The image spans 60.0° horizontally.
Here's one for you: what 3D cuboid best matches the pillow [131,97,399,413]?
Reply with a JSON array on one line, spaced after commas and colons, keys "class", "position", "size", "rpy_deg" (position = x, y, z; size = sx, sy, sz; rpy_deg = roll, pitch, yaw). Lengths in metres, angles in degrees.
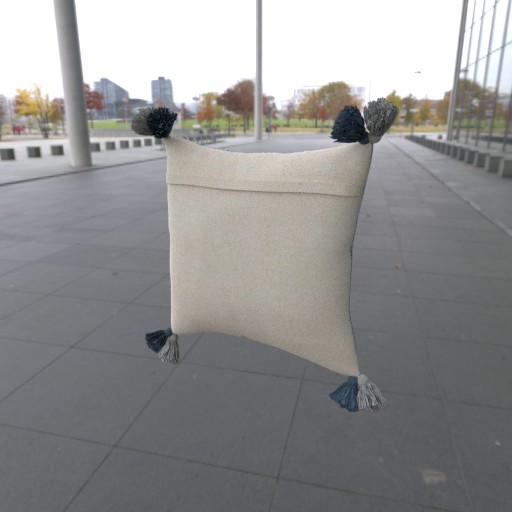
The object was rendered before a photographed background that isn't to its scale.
[{"class": "pillow", "position": [0.000, 0.000, 0.953], "size": [0.614, 0.634, 0.138], "rpy_deg": [9, 19, 27]}]
